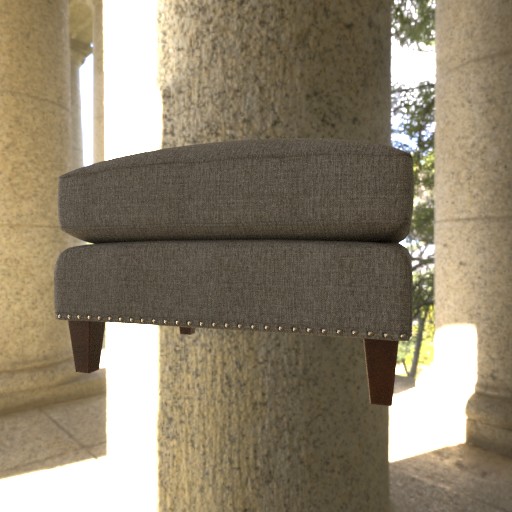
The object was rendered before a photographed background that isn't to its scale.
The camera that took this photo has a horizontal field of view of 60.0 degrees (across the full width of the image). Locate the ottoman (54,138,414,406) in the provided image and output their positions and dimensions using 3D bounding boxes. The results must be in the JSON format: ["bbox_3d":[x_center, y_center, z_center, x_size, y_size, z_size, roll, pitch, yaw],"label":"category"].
[{"bbox_3d":[0.000,0.000,1.113,0.741,0.513,0.584,0,1,19],"label":"ottoman"}]
